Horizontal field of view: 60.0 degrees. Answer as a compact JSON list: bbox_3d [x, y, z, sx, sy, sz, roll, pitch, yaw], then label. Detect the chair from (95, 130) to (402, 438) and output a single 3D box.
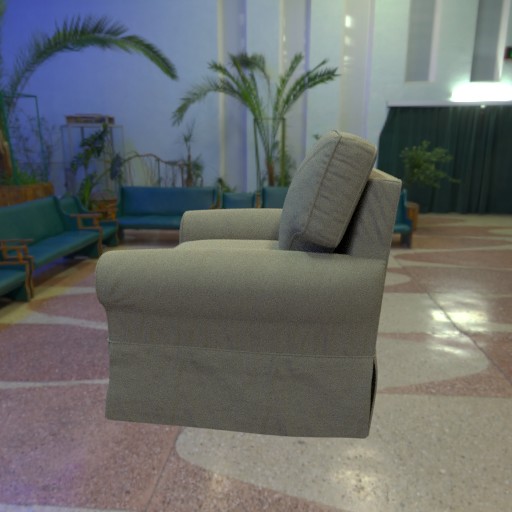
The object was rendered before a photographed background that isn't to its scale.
[{"bbox_3d":[0.000,0.000,1.877,0.988,1.017,1.135,2,14,8],"label":"chair"}]
